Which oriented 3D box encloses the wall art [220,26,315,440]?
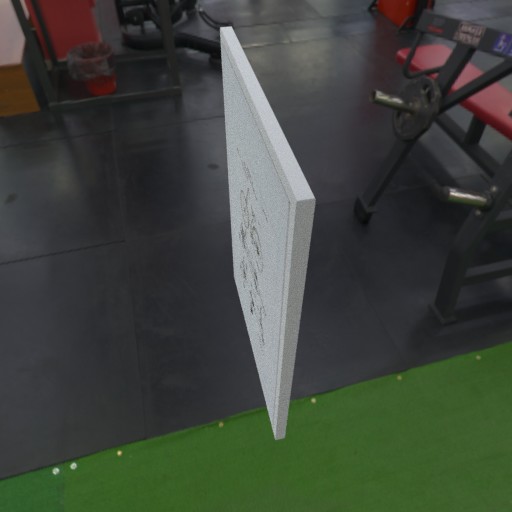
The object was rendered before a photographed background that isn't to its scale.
[{"bbox_3d":[0.000,0.000,0.610,0.015,0.477,0.332,-10,48,-9],"label":"wall art"}]
